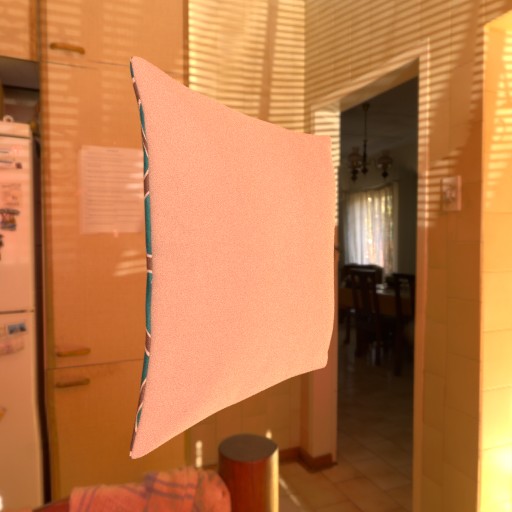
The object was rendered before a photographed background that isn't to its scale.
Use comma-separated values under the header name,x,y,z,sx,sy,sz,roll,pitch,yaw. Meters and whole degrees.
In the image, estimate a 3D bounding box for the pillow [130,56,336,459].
name,x,y,z,sx,sy,sz,roll,pitch,yaw
pillow,0.000,0.000,0.765,0.166,0.507,0.526,1,2,36
